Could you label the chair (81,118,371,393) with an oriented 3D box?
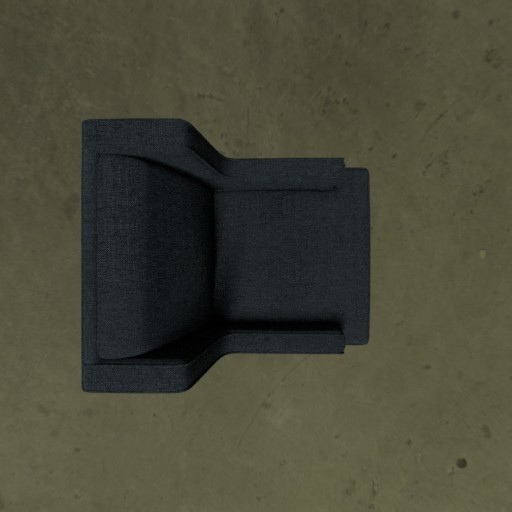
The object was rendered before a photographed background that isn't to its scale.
[{"bbox_3d":[0.000,0.000,1.731,0.947,1.072,0.764,0,90,1],"label":"chair"}]
